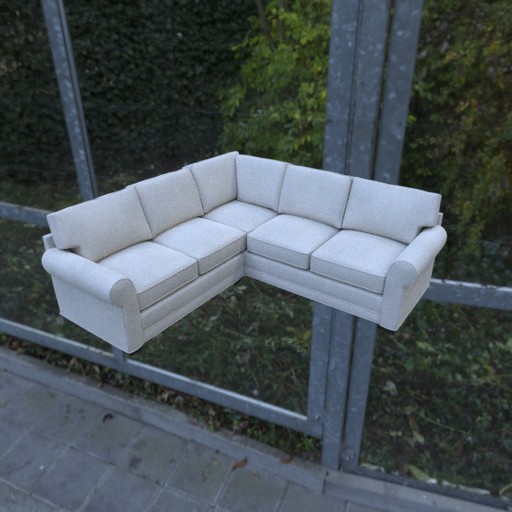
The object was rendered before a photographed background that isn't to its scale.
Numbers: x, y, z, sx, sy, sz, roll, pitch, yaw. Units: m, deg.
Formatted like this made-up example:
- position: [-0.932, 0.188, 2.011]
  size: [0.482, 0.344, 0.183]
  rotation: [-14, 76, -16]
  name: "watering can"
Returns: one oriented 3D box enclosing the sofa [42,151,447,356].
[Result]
- position: [0.000, 0.000, 3.832]
  size: [2.569, 1.054, 2.487]
  rotation: [18, 32, 31]
  name: "sofa"
